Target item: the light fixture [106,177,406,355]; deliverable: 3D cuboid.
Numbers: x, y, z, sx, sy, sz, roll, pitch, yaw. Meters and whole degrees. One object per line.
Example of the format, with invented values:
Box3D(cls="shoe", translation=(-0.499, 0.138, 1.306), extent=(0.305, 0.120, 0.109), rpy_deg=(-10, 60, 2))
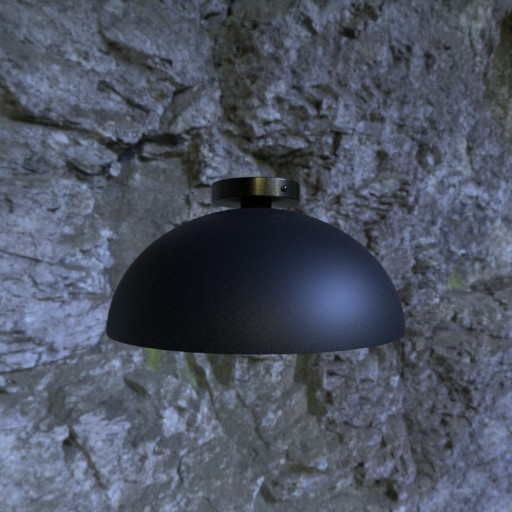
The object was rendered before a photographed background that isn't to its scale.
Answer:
Box3D(cls="light fixture", translation=(0.000, 0.000, 0.556), extent=(0.355, 0.177, 0.355), rpy_deg=(0, -2, 0))
